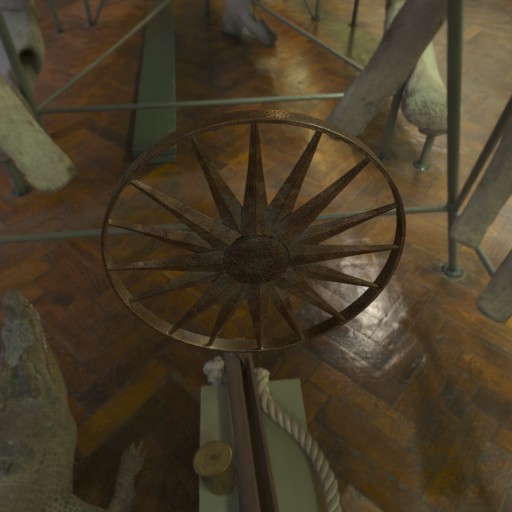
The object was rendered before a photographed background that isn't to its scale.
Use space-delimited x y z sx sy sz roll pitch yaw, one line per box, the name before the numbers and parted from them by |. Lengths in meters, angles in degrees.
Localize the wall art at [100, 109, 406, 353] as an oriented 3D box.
wall art | 0.000 0.000 0.874 0.582 0.583 0.084 -4 46 -3
